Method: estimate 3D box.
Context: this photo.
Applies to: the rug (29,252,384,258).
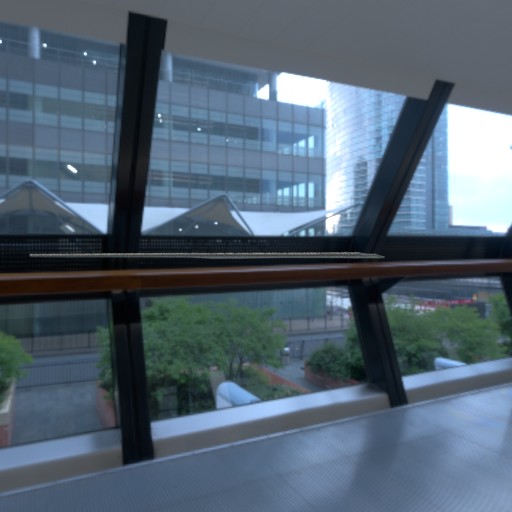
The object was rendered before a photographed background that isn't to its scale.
[{"bbox_3d":[0.000,0.000,3.057,1.616,0.030,2.338,0,0,19],"label":"rug"}]
